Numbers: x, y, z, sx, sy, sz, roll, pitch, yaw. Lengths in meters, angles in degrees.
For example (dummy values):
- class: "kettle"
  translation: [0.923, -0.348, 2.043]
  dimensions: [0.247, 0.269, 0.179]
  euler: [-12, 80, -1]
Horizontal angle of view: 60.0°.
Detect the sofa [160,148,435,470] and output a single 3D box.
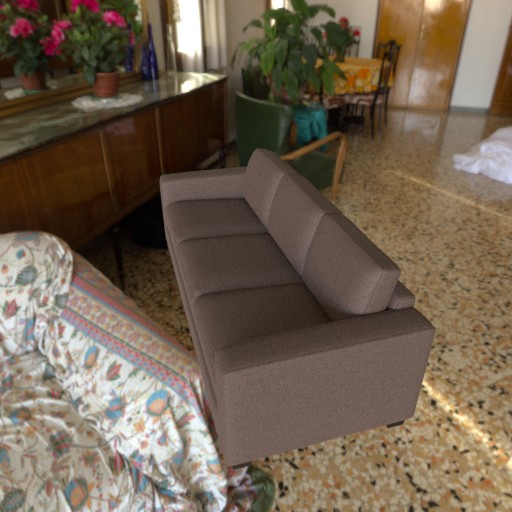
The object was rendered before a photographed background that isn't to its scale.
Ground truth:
- class: "sofa"
  translation: [0.000, 0.000, 2.645]
  dimensions: [0.900, 0.806, 2.160]
  euler: [-8, 31, -14]
